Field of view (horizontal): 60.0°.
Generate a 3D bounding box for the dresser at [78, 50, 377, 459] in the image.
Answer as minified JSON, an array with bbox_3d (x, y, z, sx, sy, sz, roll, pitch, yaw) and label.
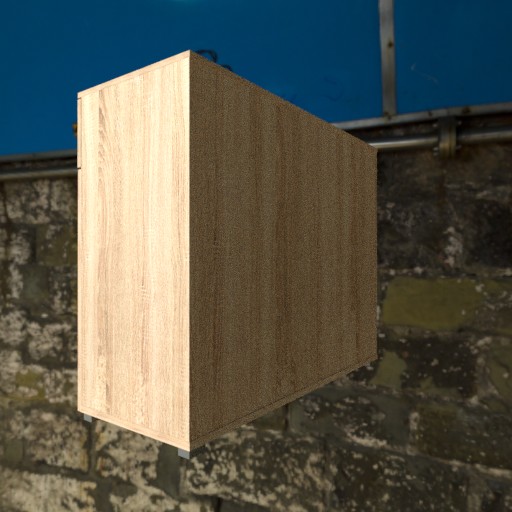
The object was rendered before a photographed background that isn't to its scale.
[{"bbox_3d":[0.000,0.000,1.544,0.450,0.900,1.100,0,0,36],"label":"dresser"}]
